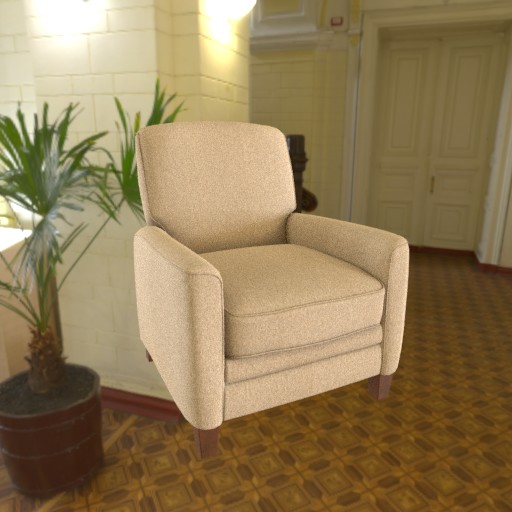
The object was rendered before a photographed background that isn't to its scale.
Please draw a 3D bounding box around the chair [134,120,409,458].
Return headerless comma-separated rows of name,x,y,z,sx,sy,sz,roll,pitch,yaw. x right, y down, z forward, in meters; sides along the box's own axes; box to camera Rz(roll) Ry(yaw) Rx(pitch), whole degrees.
chair,0.000,0.000,1.700,0.848,1.014,0.864,-8,17,-26
